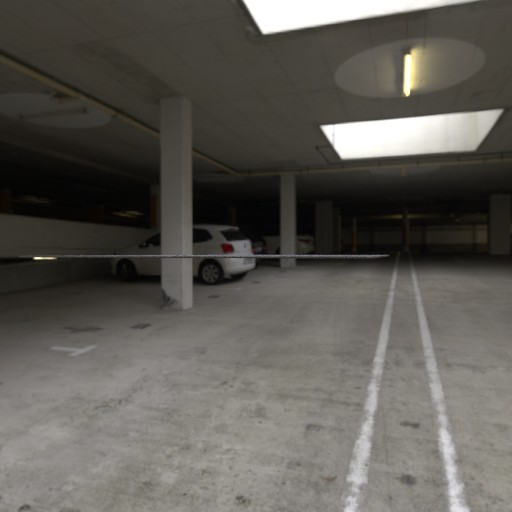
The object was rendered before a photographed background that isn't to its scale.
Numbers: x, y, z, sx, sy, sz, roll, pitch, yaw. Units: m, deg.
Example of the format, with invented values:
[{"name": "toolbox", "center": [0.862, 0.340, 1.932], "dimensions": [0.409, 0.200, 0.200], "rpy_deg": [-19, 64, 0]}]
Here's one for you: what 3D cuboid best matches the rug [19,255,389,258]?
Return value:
[{"name": "rug", "center": [0.000, 0.000, 2.877], "dimensions": [1.600, 0.008, 2.235], "rpy_deg": [0, 0, 18]}]
